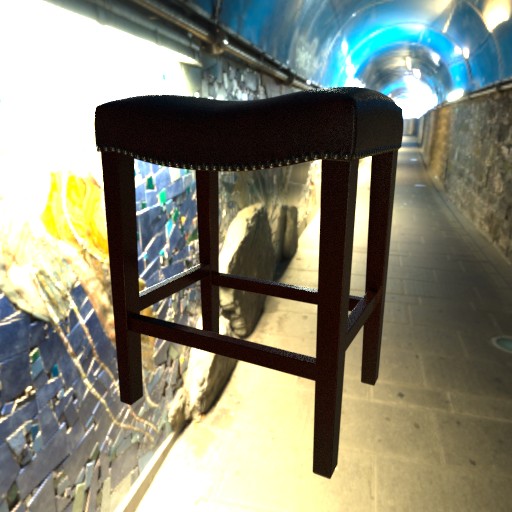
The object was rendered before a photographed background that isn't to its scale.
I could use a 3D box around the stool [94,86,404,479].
[{"bbox_3d":[0.000,0.000,0.945,0.504,0.657,0.372,8,18,26],"label":"stool"}]
